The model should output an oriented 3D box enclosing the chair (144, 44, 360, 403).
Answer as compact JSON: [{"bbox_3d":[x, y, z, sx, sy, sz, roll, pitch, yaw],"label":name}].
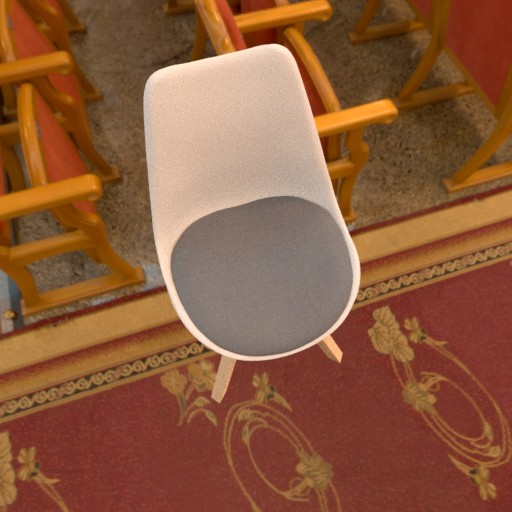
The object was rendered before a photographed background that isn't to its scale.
[{"bbox_3d":[0.000,0.000,1.170,0.485,0.850,0.550,-16,65,-8],"label":"chair"}]
